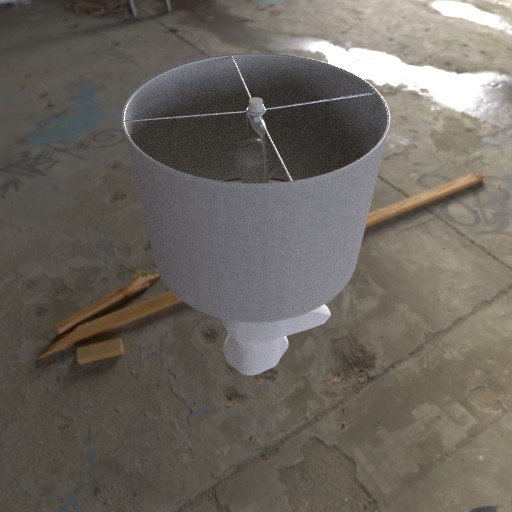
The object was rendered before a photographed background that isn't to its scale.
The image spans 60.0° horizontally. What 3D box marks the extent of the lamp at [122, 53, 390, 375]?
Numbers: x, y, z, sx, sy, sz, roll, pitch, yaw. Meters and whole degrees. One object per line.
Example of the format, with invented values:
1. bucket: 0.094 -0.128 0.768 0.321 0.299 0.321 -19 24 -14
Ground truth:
1. lamp: 0.000 0.000 0.680 0.298 0.503 0.298 -9 47 -9
